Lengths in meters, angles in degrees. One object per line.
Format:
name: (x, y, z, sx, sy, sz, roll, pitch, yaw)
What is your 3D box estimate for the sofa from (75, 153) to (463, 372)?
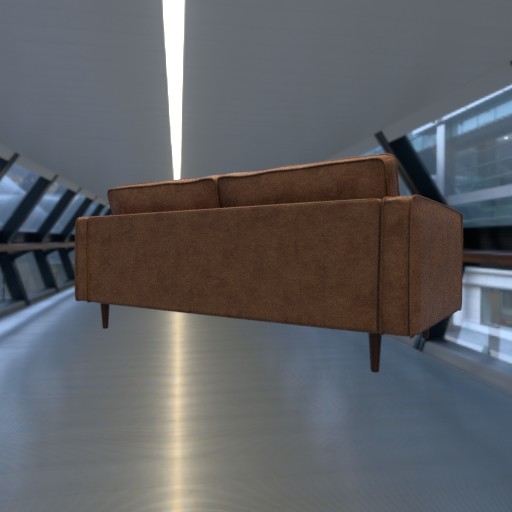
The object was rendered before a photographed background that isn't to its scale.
sofa: (0.000, 0.000, 2.369, 1.920, 0.825, 0.924, 1, 1, 34)
